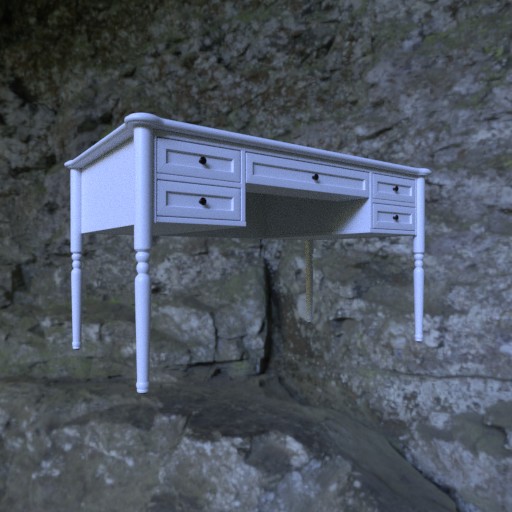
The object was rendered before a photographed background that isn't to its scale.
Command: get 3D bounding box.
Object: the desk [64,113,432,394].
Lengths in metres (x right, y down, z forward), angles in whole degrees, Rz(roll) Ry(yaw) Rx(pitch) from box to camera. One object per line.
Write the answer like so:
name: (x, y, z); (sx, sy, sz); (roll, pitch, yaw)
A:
desk: (0.000, 0.000, 1.882); (1.380, 0.762, 0.807); (0, 0, -36)
